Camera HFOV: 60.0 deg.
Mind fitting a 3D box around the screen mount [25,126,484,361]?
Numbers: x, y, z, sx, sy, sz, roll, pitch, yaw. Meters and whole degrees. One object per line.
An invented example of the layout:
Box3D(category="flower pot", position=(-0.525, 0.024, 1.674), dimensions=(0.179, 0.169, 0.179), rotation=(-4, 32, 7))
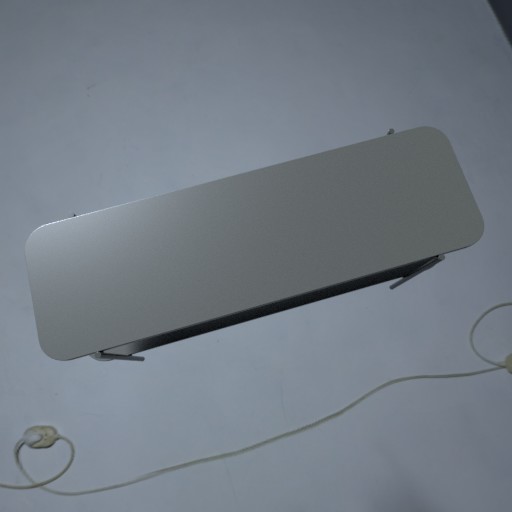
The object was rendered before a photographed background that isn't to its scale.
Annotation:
Box3D(category="screen mount", position=(0.000, 0.000, 1.396), dimensions=(1.200, 0.447, 0.400), rotation=(-15, 76, -4))
